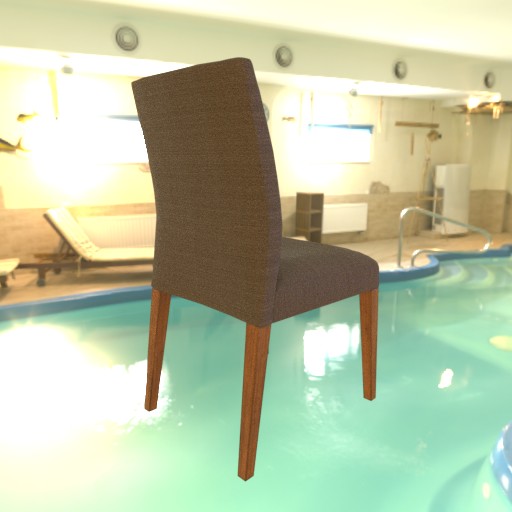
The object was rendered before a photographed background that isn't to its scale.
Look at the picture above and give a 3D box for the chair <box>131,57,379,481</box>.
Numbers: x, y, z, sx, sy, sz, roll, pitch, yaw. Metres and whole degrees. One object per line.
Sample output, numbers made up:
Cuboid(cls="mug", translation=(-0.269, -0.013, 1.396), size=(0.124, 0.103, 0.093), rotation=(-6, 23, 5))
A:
Cuboid(cls="chair", translation=(0.000, 0.000, 1.279), size=(0.496, 0.940, 0.585), rotation=(12, 17, 43))
